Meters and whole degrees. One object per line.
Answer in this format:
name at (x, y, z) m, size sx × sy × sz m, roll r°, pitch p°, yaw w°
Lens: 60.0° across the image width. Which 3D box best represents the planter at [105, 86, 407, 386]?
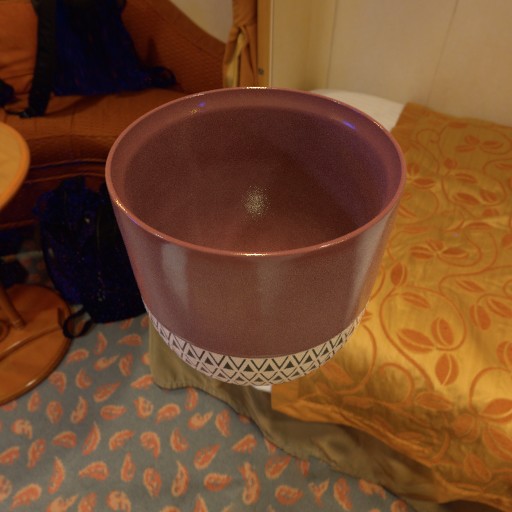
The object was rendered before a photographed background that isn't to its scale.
planter at (0.000, 0.000, 0.496) m, size 0.266 × 0.270 × 0.266 m, roll 0°, pitch 45°, yaw 0°
